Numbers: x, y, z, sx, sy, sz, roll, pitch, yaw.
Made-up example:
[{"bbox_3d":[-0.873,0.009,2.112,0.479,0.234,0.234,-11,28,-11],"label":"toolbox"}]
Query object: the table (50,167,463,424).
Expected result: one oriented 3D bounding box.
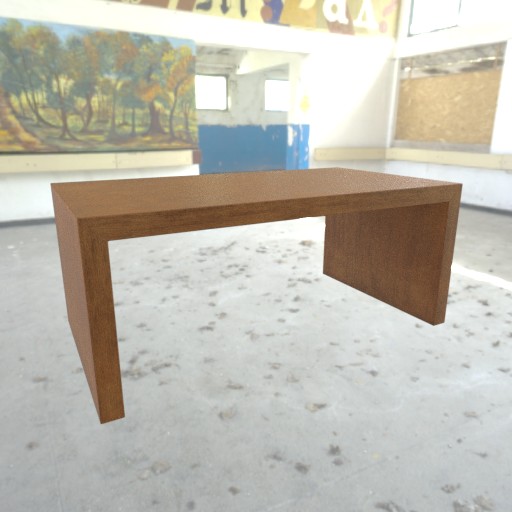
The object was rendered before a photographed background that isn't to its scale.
[{"bbox_3d":[0.000,0.000,1.284,1.000,0.419,0.549,-9,19,-27],"label":"table"}]
